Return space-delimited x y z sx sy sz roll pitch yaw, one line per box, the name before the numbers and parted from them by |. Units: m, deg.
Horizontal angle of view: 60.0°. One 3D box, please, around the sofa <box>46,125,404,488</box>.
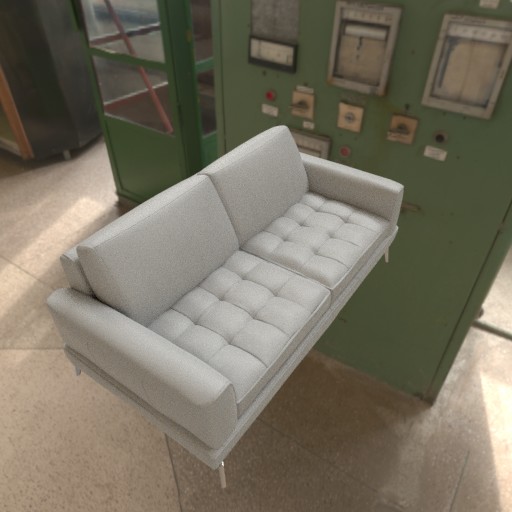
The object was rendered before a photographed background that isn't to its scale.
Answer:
sofa | 0.000 0.000 2.716 1.121 0.930 2.177 24 45 27
